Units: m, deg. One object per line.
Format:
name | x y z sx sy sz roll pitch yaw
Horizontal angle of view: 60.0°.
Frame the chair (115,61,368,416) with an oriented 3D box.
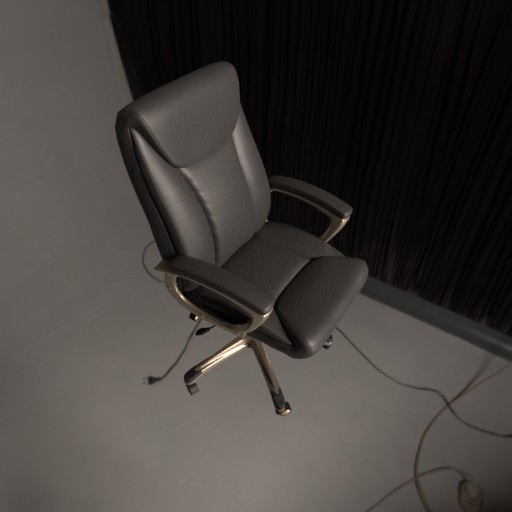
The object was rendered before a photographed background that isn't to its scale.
chair | 0.000 0.000 1.650 0.748 1.188 0.694 24 48 24
